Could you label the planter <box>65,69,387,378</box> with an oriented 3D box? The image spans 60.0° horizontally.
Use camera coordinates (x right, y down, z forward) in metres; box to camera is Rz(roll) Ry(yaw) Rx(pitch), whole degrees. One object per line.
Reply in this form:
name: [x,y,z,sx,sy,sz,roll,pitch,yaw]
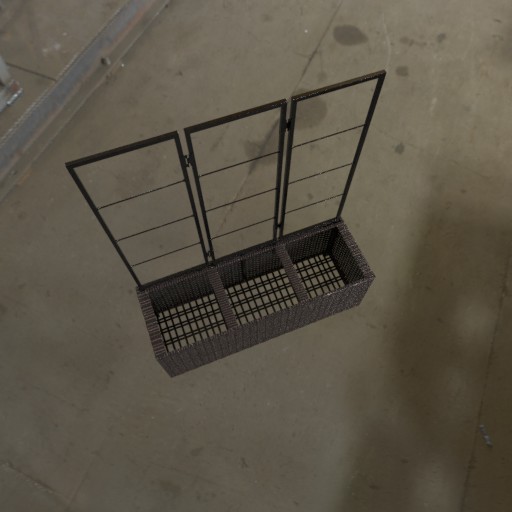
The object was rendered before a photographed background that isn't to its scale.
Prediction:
planter: [0.000,0.000,1.199,0.699,0.841,0.244,-19,65,-10]
